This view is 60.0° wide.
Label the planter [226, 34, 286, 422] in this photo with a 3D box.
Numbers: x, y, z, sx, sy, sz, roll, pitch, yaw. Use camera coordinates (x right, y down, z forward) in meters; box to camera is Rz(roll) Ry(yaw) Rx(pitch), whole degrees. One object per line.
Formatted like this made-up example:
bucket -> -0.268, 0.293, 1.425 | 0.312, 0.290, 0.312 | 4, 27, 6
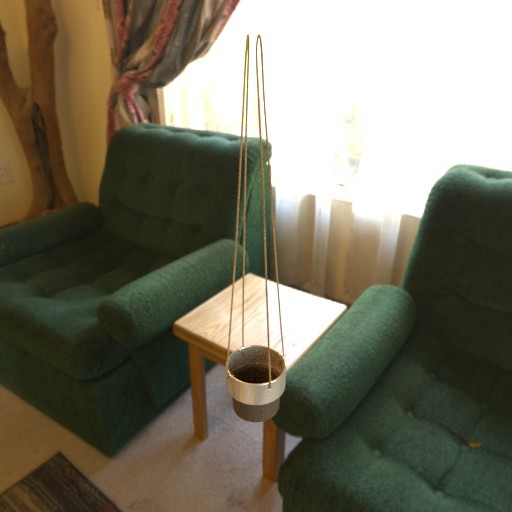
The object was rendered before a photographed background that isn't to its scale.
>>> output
planter -> 0.000, 0.000, 1.198 | 0.187, 1.073, 0.187 | 9, 28, 17
